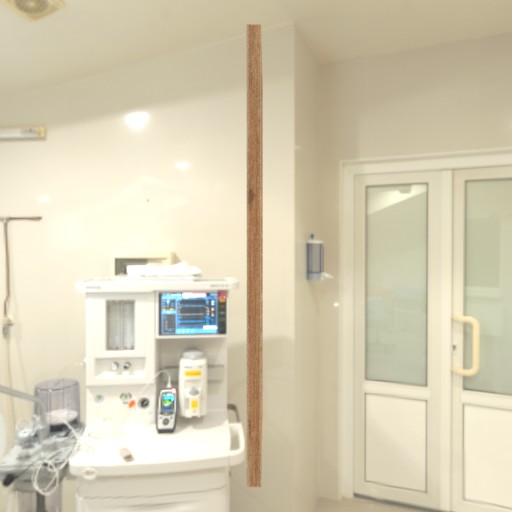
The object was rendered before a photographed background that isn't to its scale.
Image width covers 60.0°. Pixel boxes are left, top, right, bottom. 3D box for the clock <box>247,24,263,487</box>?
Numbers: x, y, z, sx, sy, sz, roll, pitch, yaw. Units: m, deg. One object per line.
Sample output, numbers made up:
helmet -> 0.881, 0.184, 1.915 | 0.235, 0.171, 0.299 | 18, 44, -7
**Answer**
clock -> 0.000, 0.000, 1.103 | 0.030, 0.965, 0.361 | 0, 1, 1
